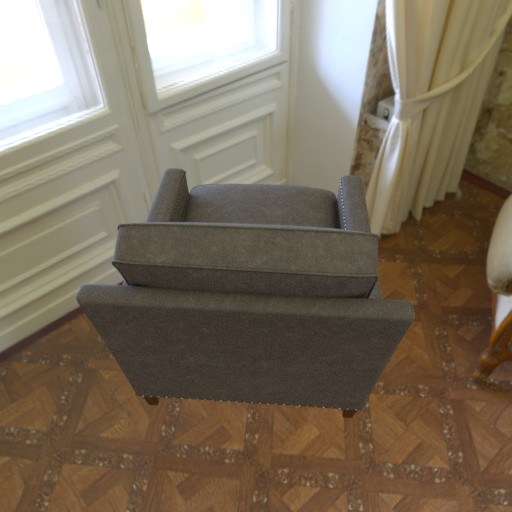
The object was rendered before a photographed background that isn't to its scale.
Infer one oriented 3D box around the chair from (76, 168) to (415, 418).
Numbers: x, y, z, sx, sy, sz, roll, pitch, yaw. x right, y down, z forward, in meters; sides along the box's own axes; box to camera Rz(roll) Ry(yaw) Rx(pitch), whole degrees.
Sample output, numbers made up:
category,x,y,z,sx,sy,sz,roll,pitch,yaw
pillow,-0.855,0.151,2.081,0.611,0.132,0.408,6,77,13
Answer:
category,x,y,z,sx,sy,sz,roll,pitch,yaw
chair,0.000,0.000,1.672,0.853,0.948,1.014,3,46,3
